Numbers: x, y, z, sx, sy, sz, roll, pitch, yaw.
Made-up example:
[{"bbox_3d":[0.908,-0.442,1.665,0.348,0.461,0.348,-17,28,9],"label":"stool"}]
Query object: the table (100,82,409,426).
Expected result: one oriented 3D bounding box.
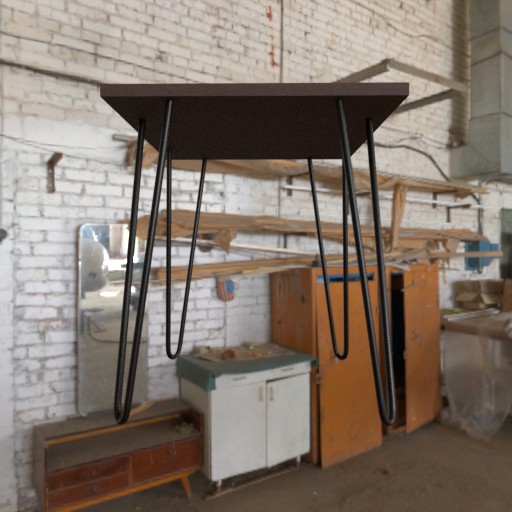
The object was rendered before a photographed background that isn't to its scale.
[{"bbox_3d":[0.000,0.000,0.959,0.495,0.559,0.495,0,1,1],"label":"table"}]
